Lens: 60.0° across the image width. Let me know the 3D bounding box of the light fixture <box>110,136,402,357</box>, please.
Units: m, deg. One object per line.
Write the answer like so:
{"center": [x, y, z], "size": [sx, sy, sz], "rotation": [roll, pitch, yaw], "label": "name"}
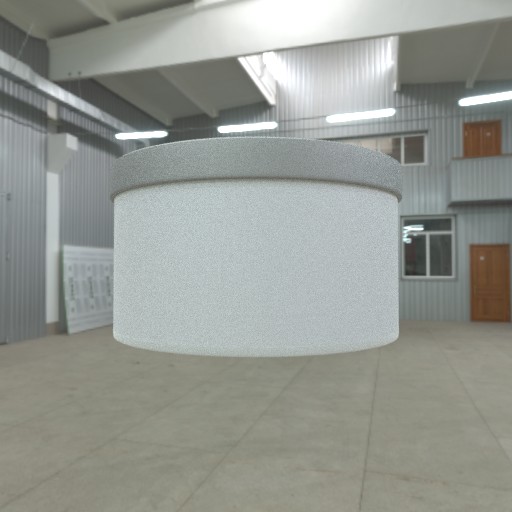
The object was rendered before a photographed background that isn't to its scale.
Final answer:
{"center": [0.000, 0.000, 0.625], "size": [0.393, 0.229, 0.393], "rotation": [0, -1, 0], "label": "light fixture"}
